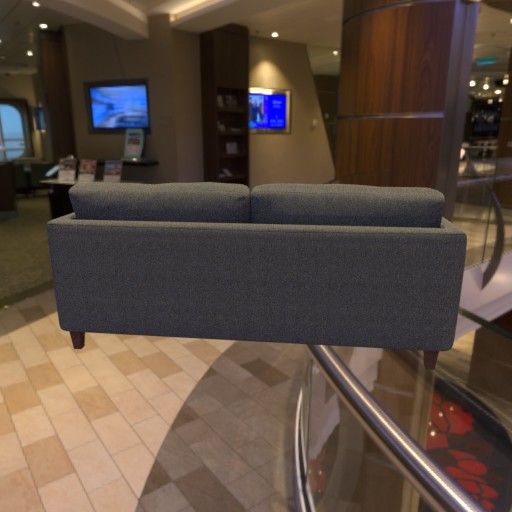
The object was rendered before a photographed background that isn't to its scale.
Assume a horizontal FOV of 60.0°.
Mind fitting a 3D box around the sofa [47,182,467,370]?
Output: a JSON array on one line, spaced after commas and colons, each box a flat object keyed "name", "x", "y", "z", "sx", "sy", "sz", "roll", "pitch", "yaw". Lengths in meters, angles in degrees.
[{"name": "sofa", "x": 0.000, "y": 0.000, "z": 2.777, "sx": 2.208, "sy": 0.965, "sz": 0.948, "roll": 2, "pitch": 16, "yaw": 6}]
